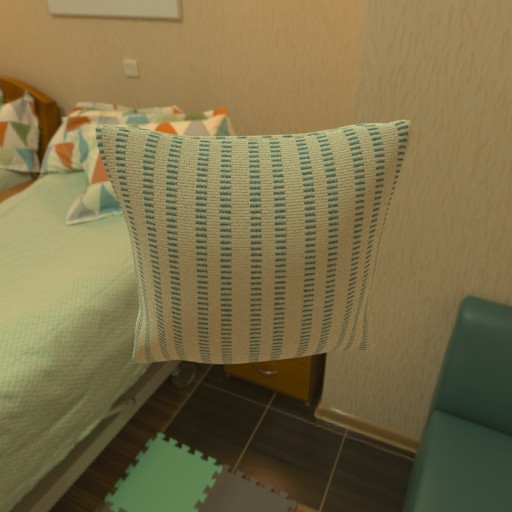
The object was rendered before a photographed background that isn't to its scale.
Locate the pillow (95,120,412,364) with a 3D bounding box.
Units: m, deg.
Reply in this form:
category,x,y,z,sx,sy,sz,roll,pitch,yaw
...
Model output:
category,x,y,z,sx,sy,sz,roll,pitch,yaw
pillow,0.000,0.000,0.703,0.438,0.419,0.247,-2,31,-4
